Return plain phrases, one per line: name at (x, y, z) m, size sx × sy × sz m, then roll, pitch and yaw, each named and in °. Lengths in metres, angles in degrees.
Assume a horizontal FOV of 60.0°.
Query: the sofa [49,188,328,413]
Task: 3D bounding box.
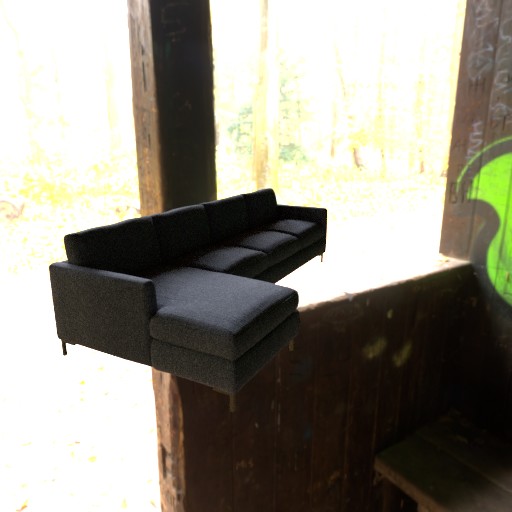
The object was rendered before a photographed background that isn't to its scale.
sofa at (0.000, 0.000, 3.650) m, size 1.350 × 0.810 × 2.932 m, roll 8°, pitch 17°, yaw 27°
